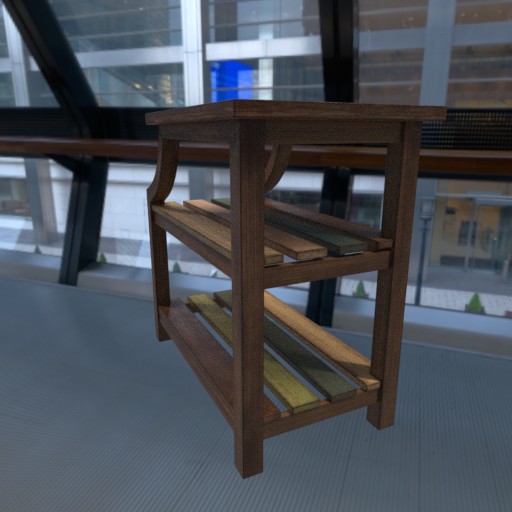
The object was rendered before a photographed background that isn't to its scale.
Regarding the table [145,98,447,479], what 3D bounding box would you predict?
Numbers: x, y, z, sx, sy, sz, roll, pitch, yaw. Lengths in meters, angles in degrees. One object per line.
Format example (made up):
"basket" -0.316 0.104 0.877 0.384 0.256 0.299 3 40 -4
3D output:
"table" 0.000 0.000 0.945 0.356 0.584 0.609 -7 17 -25
